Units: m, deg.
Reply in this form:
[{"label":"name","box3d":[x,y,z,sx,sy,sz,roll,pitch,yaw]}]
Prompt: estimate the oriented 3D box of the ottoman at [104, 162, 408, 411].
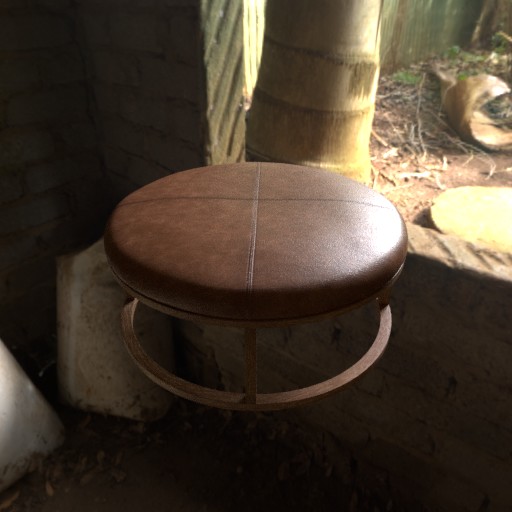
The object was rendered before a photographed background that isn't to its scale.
[{"label":"ottoman","box3d":[0.000,0.000,1.587,1.006,0.445,1.006,0,31,0]}]
